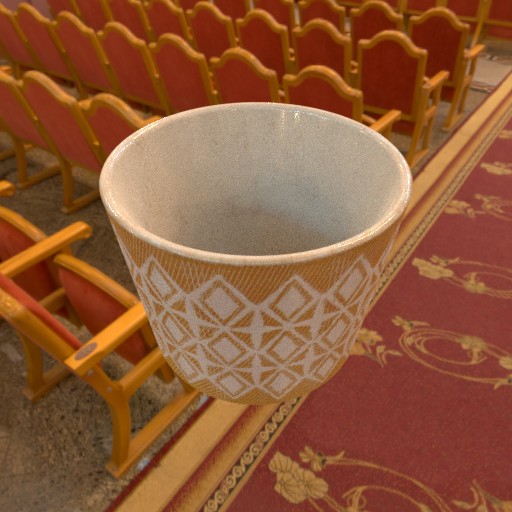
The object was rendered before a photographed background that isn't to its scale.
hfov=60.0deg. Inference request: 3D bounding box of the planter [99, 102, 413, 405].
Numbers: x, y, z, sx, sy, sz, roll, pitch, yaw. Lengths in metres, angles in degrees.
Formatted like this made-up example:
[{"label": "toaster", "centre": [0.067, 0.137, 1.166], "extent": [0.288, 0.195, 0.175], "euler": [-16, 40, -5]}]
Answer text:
[{"label": "planter", "centre": [0.000, 0.000, 0.218], "extent": [0.126, 0.104, 0.126], "euler": [0, 41, 0]}]
